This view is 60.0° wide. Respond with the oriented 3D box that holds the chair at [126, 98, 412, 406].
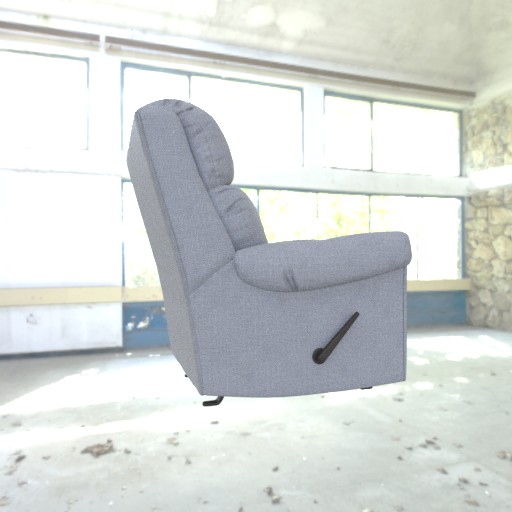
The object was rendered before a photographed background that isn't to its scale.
[{"bbox_3d":[0.000,0.000,1.837,1.014,1.054,0.838,0,0,-18],"label":"chair"}]
